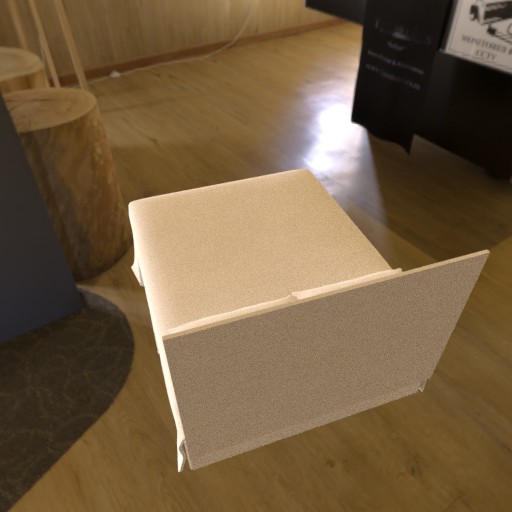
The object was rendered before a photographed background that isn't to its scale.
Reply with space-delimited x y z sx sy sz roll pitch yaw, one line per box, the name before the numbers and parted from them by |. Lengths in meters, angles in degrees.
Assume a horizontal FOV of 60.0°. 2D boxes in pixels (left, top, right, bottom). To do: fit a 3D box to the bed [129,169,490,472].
bed | 0.000 0.000 3.130 1.745 1.335 2.094 -13 44 -14
